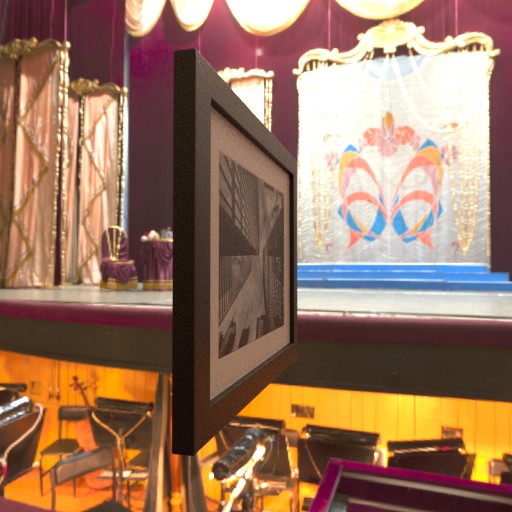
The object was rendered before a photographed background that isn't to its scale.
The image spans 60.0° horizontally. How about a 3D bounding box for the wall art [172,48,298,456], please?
[{"bbox_3d":[0.000,0.000,0.762,0.031,0.457,0.558,0,-2,17],"label":"wall art"}]
